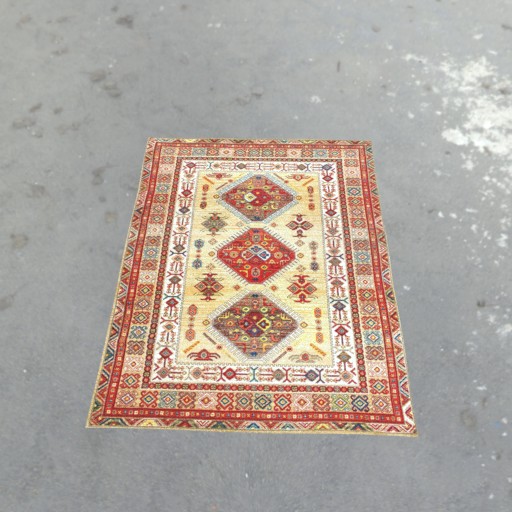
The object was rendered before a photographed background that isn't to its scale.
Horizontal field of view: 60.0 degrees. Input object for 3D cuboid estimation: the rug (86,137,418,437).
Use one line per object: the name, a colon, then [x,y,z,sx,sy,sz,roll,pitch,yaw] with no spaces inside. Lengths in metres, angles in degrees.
rug: [0.000,0.000,4.075,2.460,0.005,3.067,1,58,1]
